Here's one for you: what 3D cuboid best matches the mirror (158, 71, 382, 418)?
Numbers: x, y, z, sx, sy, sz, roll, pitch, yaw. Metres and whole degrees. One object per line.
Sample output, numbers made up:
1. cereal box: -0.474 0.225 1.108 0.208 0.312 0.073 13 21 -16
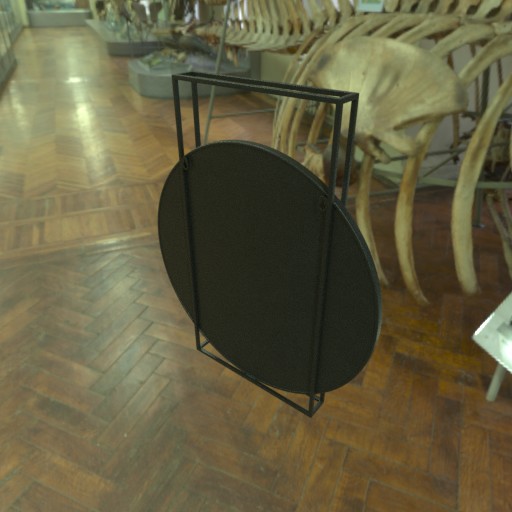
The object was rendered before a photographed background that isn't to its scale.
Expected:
1. mirror: 0.000 0.000 0.817 0.508 0.603 0.051 22 37 32
